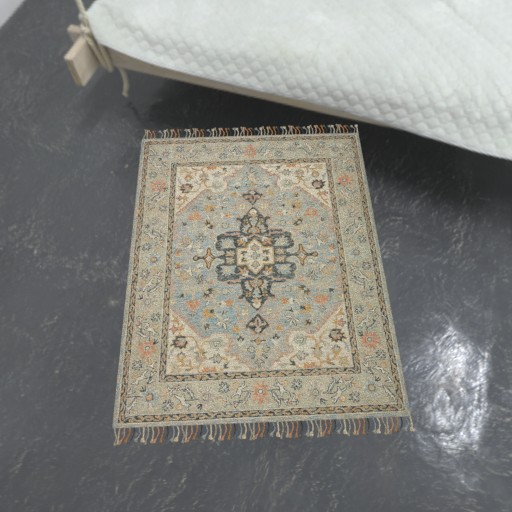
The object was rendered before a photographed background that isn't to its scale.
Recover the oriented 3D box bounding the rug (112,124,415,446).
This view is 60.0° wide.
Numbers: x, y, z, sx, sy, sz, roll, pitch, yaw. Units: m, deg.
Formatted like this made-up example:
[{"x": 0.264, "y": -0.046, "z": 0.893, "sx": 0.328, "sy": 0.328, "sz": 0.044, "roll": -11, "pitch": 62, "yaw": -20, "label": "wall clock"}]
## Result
[{"x": 0.000, "y": 0.000, "z": 4.184, "sx": 2.379, "sy": 0.011, "sz": 3.221, "roll": -2, "pitch": 63, "yaw": -1, "label": "rug"}]
